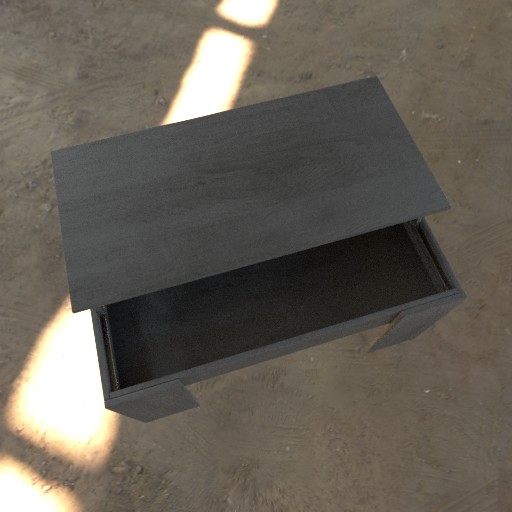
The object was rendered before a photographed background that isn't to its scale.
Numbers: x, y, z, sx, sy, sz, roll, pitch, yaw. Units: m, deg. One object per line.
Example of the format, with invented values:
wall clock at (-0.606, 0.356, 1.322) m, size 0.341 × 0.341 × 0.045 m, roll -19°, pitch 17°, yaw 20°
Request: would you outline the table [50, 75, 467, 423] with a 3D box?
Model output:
table at (0.000, 0.000, 1.428) m, size 1.000 × 0.570 × 0.711 m, roll -15°, pitch 66°, yaw -7°
